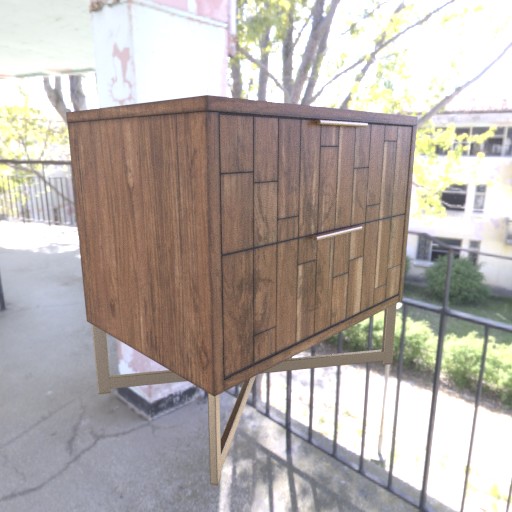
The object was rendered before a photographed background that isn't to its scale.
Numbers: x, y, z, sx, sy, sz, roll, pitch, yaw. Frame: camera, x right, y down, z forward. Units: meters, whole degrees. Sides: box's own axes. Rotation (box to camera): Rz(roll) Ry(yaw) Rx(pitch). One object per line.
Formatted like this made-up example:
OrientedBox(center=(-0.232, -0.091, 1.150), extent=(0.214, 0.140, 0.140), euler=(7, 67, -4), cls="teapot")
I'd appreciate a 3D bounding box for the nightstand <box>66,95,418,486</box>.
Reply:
OrientedBox(center=(0.000, 0.000, 1.000), extent=(0.446, 0.610, 0.610), euler=(13, 19, 43), cls="nightstand")
